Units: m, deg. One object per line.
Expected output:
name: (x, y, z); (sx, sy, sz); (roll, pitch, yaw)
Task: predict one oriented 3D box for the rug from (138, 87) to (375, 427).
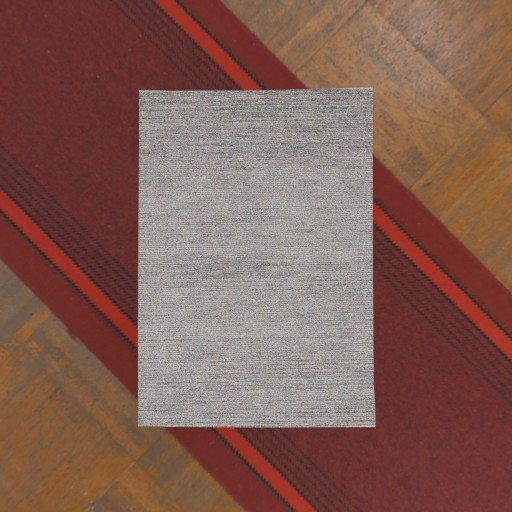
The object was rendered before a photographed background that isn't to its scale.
rug: (0.000, 0.000, 3.006); (1.604, 0.030, 2.307); (0, 89, 0)
